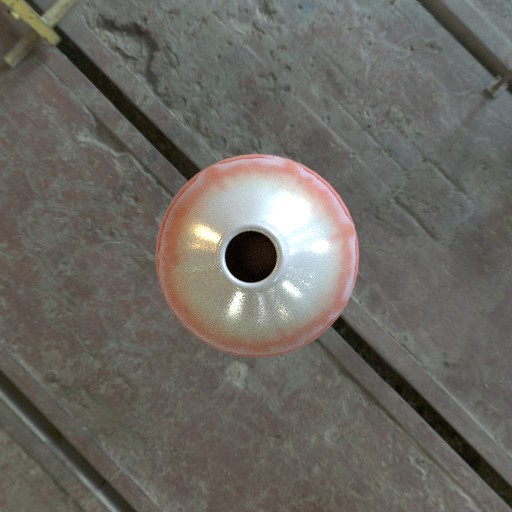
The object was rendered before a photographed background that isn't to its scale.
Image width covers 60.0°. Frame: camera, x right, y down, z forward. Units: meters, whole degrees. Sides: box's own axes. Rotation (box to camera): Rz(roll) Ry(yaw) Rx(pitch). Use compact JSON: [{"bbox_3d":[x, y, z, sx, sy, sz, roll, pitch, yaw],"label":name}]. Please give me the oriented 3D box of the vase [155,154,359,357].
[{"bbox_3d":[0.000,0.000,0.275,0.137,0.176,0.137,0,90,1],"label":"vase"}]
